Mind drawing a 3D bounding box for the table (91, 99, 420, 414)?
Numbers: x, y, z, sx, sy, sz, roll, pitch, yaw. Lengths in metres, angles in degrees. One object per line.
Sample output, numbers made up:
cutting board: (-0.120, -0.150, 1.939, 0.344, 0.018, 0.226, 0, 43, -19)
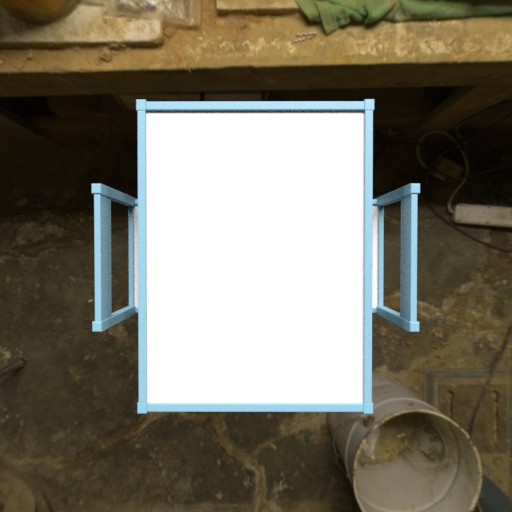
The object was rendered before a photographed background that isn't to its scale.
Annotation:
table: (0.000, 0.000, 1.100, 0.633, 0.503, 0.639, 0, 91, 0)
